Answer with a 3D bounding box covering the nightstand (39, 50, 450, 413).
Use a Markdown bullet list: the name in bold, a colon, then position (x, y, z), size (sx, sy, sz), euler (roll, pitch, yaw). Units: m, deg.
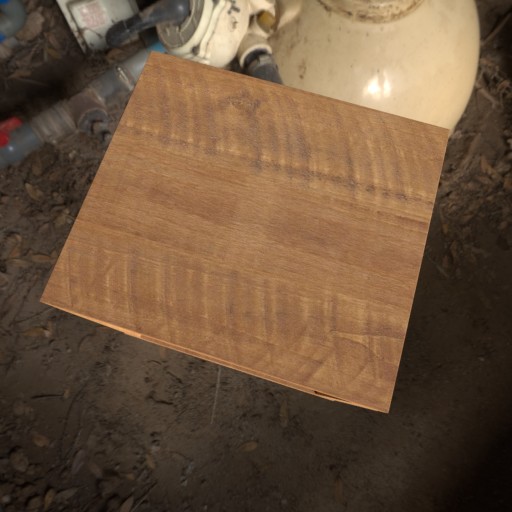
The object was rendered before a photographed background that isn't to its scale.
- **nightstand**: position (0.000, 0.000, 0.880), size (0.493, 0.491, 0.436), euler (17, 75, 5)
